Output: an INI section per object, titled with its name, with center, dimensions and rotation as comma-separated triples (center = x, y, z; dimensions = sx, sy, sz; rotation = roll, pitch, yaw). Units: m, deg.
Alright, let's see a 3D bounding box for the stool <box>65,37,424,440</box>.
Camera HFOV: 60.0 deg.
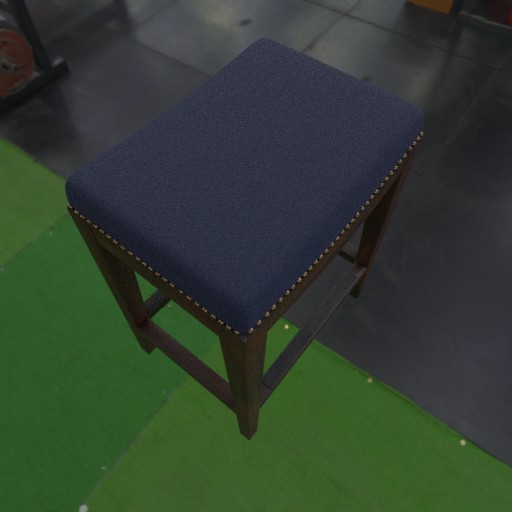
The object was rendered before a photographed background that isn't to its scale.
[stool]
center = 0.000, 0.000, 0.929
dimensions = 0.361, 0.642, 0.500
rotation = 34, 63, 20
